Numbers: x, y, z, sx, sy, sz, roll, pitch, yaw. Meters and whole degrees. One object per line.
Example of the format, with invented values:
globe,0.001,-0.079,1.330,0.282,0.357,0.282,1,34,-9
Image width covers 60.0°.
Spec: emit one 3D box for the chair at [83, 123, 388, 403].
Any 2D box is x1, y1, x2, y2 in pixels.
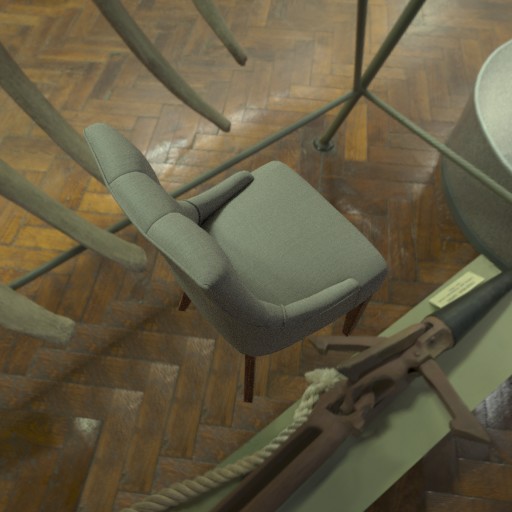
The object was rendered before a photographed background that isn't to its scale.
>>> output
chair,0.000,0.000,1.198,0.565,0.874,0.509,-32,64,-18
